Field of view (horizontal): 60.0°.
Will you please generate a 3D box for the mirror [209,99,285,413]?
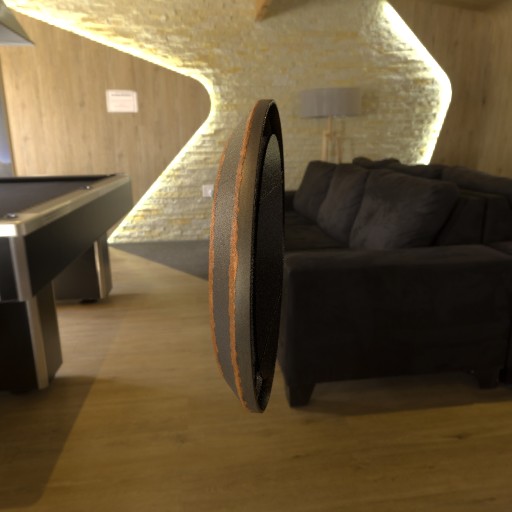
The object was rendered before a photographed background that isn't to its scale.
[{"bbox_3d":[0.000,0.000,1.363,0.111,0.907,0.907,2,15,8],"label":"mirror"}]
